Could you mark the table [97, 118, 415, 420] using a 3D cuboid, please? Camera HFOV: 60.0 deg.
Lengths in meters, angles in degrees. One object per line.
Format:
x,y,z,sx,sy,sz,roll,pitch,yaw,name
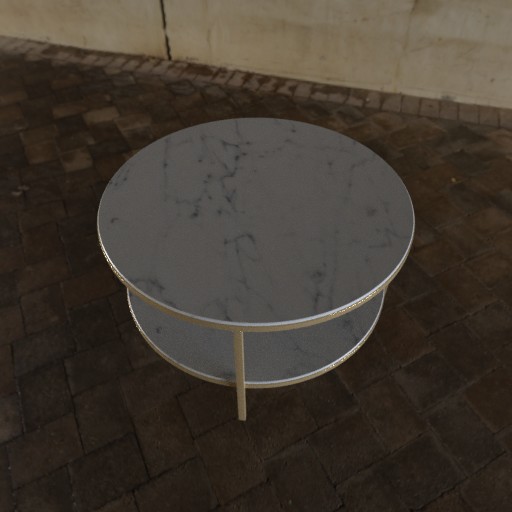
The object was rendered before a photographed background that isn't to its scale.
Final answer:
0.000,0.000,1.307,0.800,0.450,0.800,0,46,0,table
